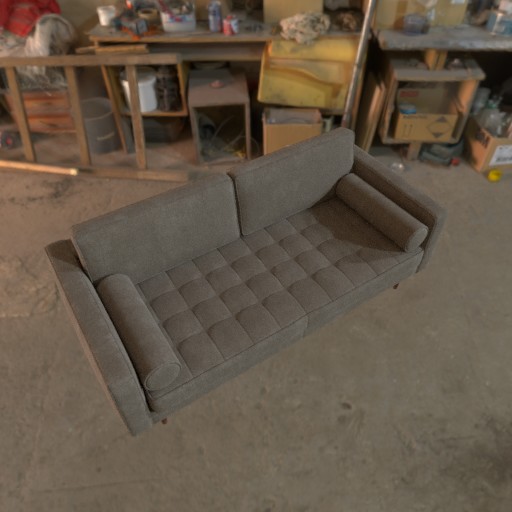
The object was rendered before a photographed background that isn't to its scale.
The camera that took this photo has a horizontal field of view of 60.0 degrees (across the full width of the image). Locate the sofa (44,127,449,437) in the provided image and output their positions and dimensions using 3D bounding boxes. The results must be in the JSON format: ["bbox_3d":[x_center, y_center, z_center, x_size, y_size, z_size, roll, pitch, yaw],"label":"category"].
[{"bbox_3d":[0.000,0.000,2.329,1.883,0.769,0.920,-25,51,-22],"label":"sofa"}]
